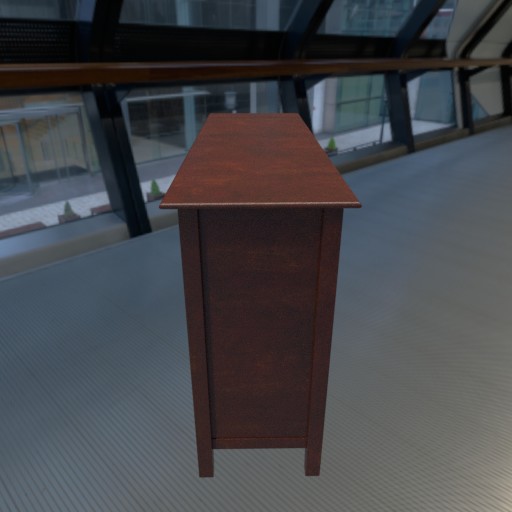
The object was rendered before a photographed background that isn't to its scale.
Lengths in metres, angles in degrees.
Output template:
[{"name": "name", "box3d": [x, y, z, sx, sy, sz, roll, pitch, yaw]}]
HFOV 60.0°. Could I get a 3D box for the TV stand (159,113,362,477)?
[{"name": "TV stand", "box3d": [0.000, 0.000, 1.782, 0.445, 0.915, 1.372, 0, 26, -1]}]
